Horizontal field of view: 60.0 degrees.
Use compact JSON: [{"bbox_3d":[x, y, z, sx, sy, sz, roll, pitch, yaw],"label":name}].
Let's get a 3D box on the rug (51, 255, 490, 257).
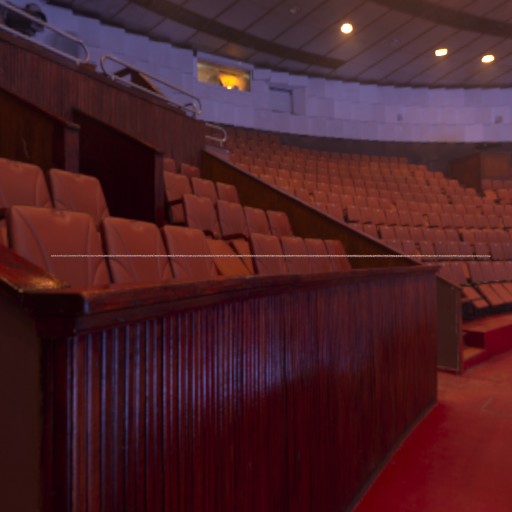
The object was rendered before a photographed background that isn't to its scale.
[{"bbox_3d":[0.000,0.000,2.697,2.437,0.006,0.686,0,0,17],"label":"rug"}]
